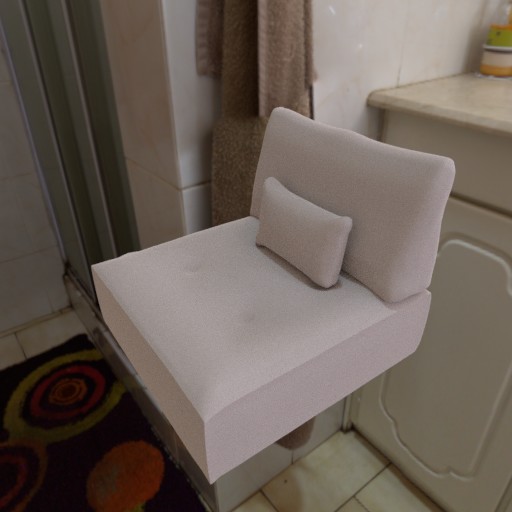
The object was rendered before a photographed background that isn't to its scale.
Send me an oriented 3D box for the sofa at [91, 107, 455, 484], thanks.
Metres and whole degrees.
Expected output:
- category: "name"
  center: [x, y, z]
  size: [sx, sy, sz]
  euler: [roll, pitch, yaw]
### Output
- category: "sofa"
  center: [0.000, 0.000, 1.679]
  size: [1.000, 0.828, 0.935]
  euler: [-20, 37, -30]
